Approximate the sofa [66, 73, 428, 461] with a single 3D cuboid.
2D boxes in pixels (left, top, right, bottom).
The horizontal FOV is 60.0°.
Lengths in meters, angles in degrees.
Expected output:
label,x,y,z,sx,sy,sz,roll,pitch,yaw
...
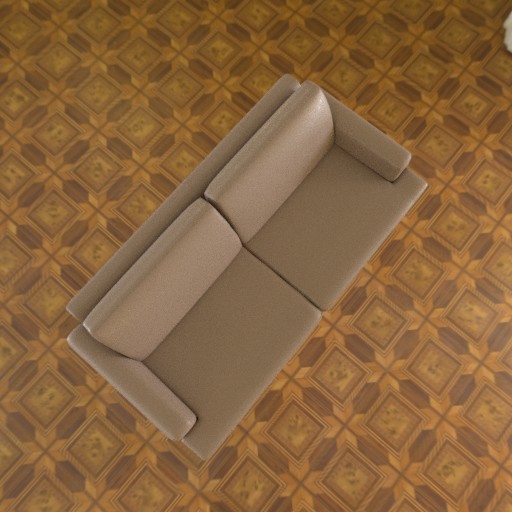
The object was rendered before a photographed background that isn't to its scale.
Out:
label,x,y,z,sx,sy,sz,roll,pitch,yaw
sofa,0.000,0.000,2.412,0.974,0.765,1.940,39,79,9
